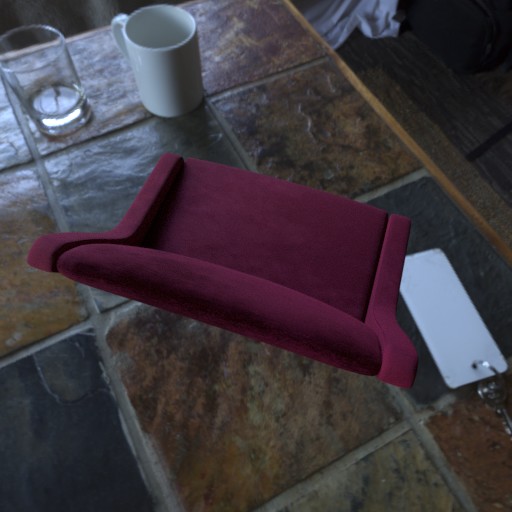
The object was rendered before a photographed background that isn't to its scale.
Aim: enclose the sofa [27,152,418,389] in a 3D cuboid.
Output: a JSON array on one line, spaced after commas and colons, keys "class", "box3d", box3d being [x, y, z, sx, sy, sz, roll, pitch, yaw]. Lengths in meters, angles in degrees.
[{"class": "sofa", "box3d": [0.000, 0.000, 1.923, 1.242, 0.976, 0.946, 17, 65, 8]}]
